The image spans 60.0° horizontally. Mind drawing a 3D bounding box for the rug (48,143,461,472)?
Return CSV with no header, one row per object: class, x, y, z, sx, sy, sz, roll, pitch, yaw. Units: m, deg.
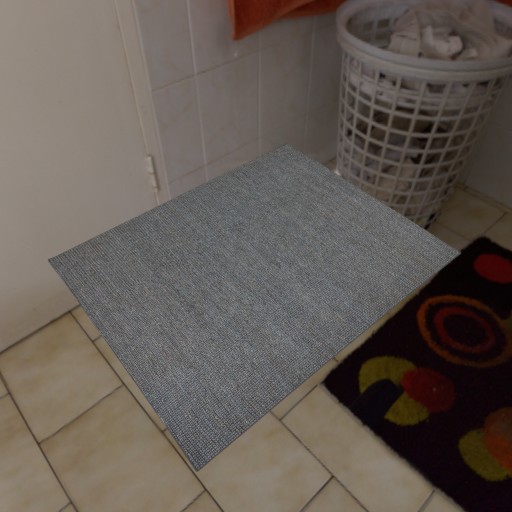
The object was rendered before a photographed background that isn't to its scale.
rug,0.000,0.000,4.196,3.068,0.021,2.456,-32,55,-26
